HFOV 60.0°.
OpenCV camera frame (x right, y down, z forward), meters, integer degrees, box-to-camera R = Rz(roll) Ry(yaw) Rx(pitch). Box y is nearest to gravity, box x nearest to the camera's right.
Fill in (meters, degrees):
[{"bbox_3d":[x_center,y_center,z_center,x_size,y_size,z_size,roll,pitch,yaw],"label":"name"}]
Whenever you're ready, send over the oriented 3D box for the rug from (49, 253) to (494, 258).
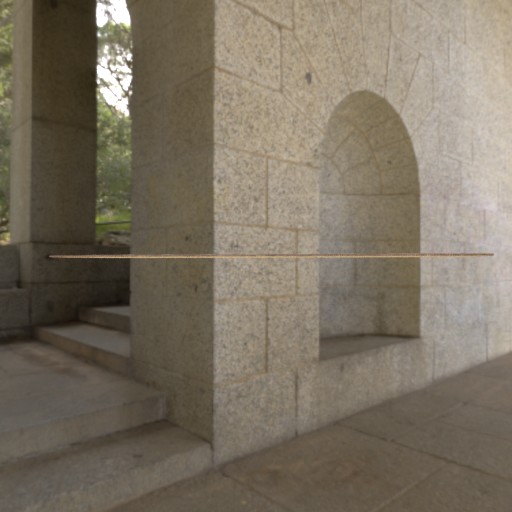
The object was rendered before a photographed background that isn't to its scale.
[{"bbox_3d":[0.000,0.000,2.658,2.437,0.013,0.685,0,-1,18],"label":"rug"}]
